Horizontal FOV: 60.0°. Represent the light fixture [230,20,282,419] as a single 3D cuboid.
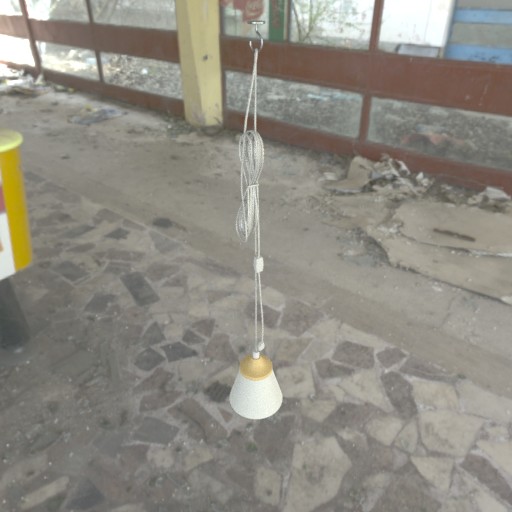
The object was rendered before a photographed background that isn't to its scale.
[{"bbox_3d":[0.000,0.000,1.030,0.153,0.966,0.153,-8,33,-13],"label":"light fixture"}]
